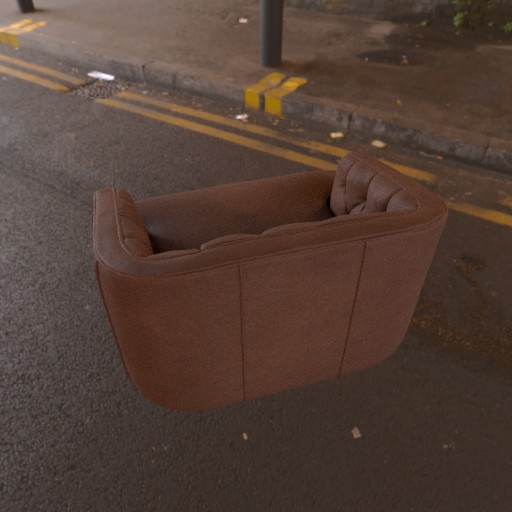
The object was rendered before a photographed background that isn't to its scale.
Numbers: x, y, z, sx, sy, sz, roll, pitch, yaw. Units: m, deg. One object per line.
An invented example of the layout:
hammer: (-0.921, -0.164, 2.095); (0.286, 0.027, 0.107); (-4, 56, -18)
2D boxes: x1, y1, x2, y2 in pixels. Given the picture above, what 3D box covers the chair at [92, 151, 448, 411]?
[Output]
chair: (0.000, 0.000, 1.720); (1.118, 0.787, 0.914); (-11, 42, -13)
